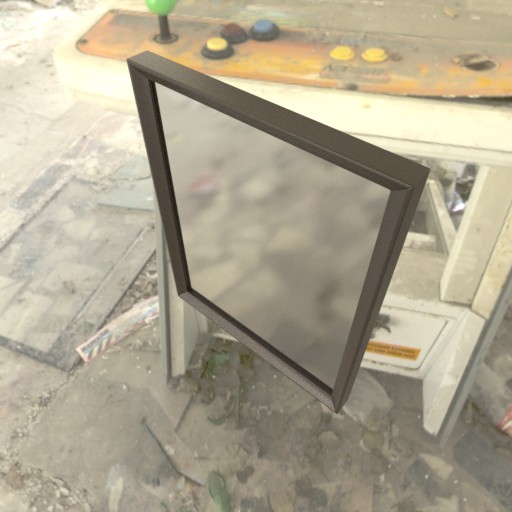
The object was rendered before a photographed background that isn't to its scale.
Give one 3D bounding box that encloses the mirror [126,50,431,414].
[{"bbox_3d":[0.000,0.000,0.687,0.406,0.509,0.041,32,55,25],"label":"mirror"}]
